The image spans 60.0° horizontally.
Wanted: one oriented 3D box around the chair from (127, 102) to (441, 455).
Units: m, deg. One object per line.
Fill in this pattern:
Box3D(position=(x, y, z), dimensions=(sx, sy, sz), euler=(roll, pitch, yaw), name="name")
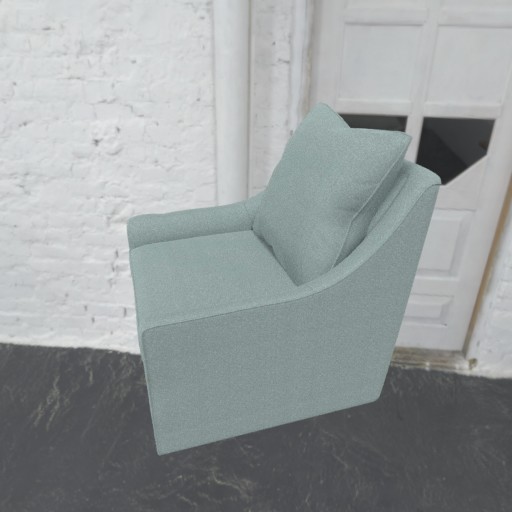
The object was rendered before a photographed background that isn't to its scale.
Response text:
Box3D(position=(0.000, 0.000, 1.572), dimensions=(0.870, 0.926, 0.760), euler=(-8, 29, -15), name="chair")
